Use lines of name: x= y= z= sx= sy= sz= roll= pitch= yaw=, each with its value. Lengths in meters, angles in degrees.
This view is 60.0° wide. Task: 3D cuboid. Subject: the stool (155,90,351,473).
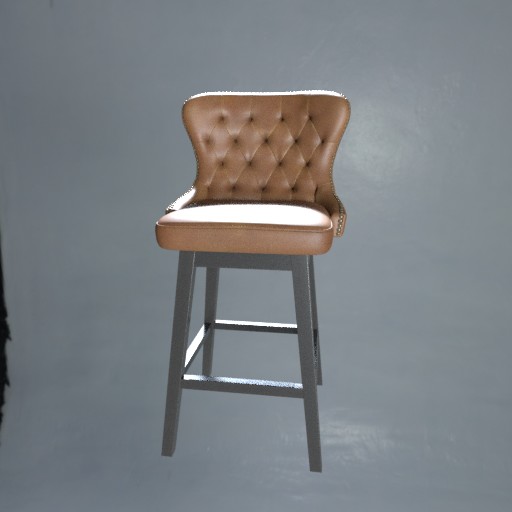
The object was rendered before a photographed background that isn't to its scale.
stool: x=0.000 y=0.000 z=1.318 sx=0.528 sy=0.971 sz=0.593 roll=2 pitch=15 yaw=8
